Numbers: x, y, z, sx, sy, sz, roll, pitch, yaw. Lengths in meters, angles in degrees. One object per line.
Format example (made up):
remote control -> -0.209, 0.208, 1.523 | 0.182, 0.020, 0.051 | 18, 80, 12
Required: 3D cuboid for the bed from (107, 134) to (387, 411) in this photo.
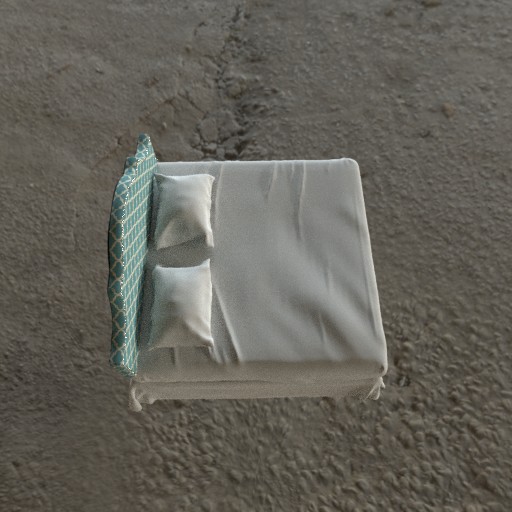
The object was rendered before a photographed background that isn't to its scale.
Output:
bed -> 0.000, 0.000, 3.741 | 2.222, 1.601, 2.314 | -1, 64, 0
